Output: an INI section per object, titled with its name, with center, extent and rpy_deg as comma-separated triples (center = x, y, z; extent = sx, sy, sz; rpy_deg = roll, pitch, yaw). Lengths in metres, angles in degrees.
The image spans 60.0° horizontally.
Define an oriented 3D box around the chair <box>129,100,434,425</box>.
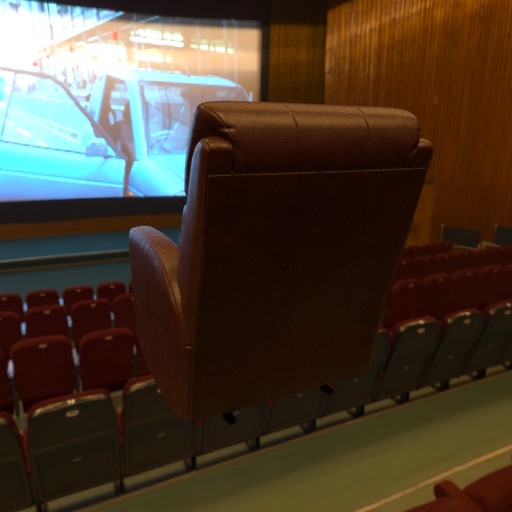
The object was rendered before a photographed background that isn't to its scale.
[chair]
center = 0.000, 0.000, 1.644
extent = 0.787, 1.016, 0.939
rpy_deg = -7, 16, -26
